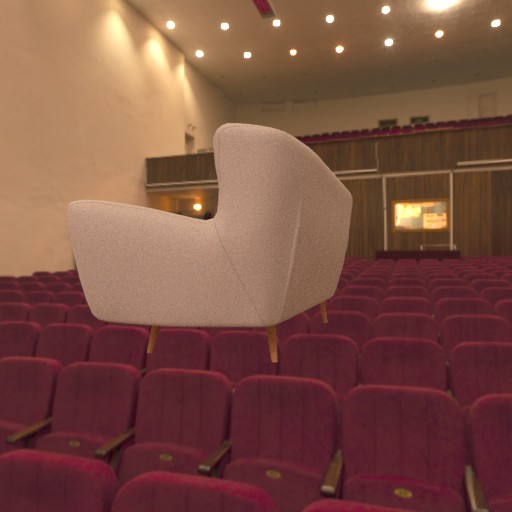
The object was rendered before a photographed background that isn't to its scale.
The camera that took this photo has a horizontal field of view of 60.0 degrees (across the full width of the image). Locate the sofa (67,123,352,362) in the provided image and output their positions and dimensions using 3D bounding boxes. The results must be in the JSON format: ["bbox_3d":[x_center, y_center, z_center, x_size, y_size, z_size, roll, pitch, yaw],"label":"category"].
[{"bbox_3d":[0.000,0.000,2.406,0.899,0.890,1.930,0,0,19],"label":"sofa"}]
